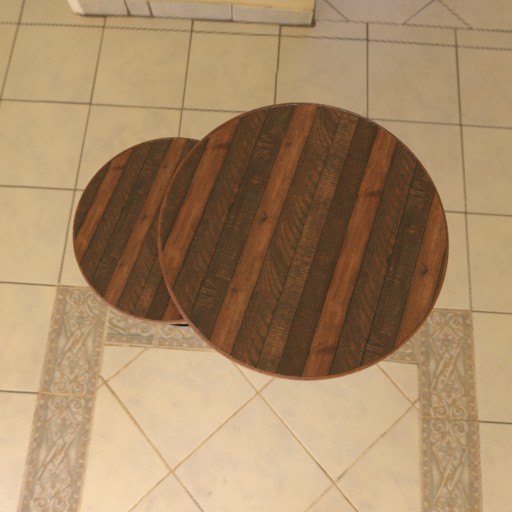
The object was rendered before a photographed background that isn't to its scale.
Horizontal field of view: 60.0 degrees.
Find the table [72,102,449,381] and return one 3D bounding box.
[{"bbox_3d":[0.000,0.000,1.564,1.152,0.516,0.870,-6,75,-2],"label":"table"}]
